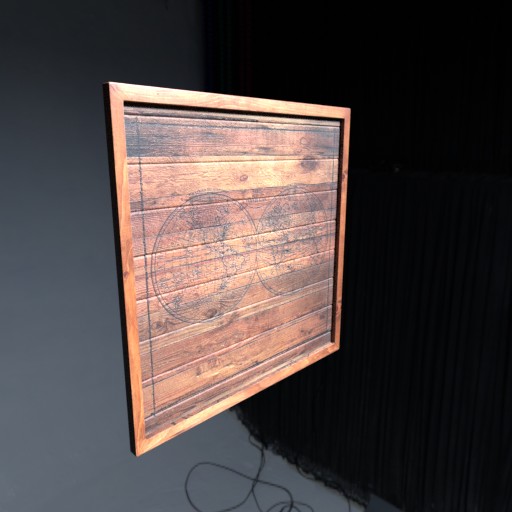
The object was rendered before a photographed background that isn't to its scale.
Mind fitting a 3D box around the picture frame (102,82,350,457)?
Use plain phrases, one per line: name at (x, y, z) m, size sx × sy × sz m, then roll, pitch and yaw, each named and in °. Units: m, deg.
picture frame at (0.000, 0.000, 1.217) m, size 0.810 × 0.817 × 0.029 m, roll -13°, pitch 19°, yaw -43°
